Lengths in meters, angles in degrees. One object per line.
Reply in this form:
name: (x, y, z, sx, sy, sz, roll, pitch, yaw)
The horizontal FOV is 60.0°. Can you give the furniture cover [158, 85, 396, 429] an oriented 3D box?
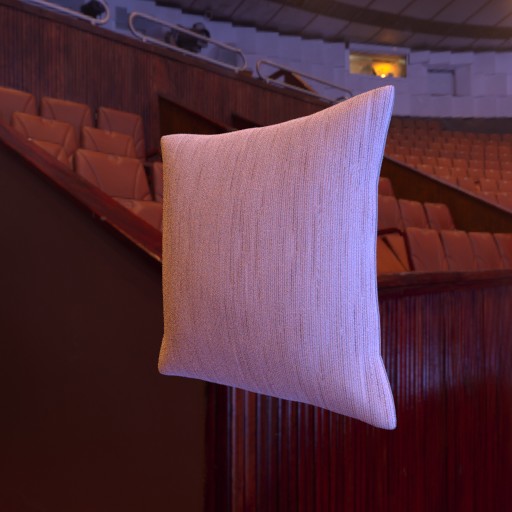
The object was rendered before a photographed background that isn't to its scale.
furniture cover: (0.000, 0.000, 0.798, 0.512, 0.506, 0.178, 1, 1, 37)
